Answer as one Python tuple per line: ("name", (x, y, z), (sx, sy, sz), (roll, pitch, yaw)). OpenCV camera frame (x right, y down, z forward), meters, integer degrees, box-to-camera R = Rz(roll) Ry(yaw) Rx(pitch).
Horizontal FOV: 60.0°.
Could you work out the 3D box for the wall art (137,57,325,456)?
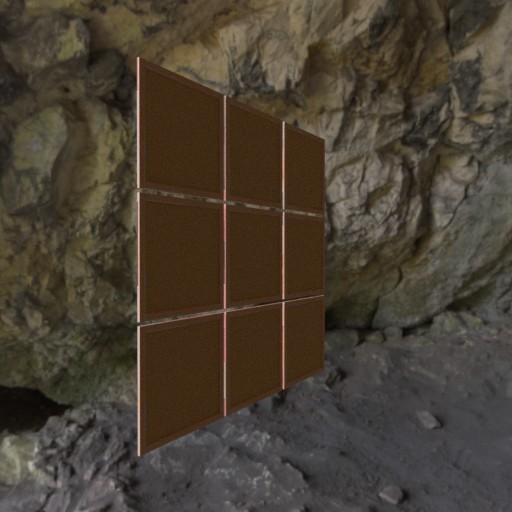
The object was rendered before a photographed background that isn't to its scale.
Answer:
("wall art", (0.000, 0.000, 2.302), (0.013, 1.519, 1.521), (0, 1, 36))
